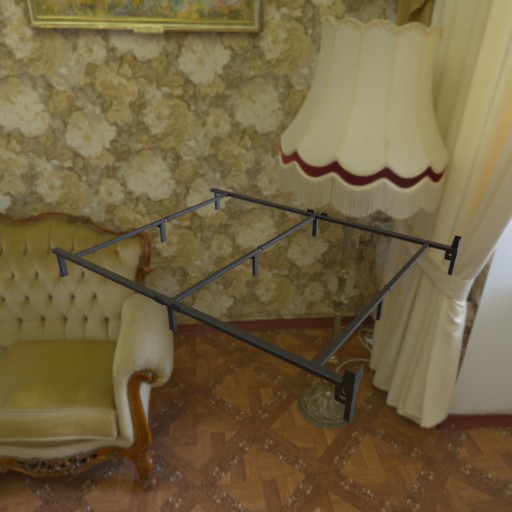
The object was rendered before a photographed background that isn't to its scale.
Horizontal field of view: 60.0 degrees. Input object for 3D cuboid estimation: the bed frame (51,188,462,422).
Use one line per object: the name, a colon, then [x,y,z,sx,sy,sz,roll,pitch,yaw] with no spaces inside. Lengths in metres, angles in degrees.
bed frame: [0.000,0.000,2.716,1.990,0.248,1.498,18,32,32]
